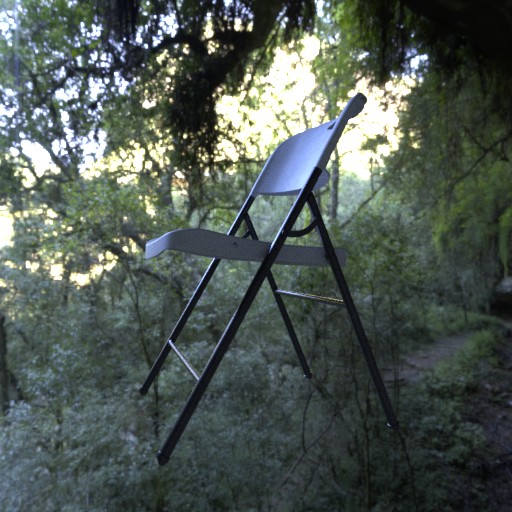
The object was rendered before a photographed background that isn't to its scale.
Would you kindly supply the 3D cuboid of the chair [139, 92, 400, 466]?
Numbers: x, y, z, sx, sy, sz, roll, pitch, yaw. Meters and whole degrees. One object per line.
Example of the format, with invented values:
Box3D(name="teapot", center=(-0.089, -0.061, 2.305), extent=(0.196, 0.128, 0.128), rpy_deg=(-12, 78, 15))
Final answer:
Box3D(name="chair", center=(0.000, 0.000, 1.172), extent=(0.566, 0.810, 0.494), rpy_deg=(0, 0, -19))
